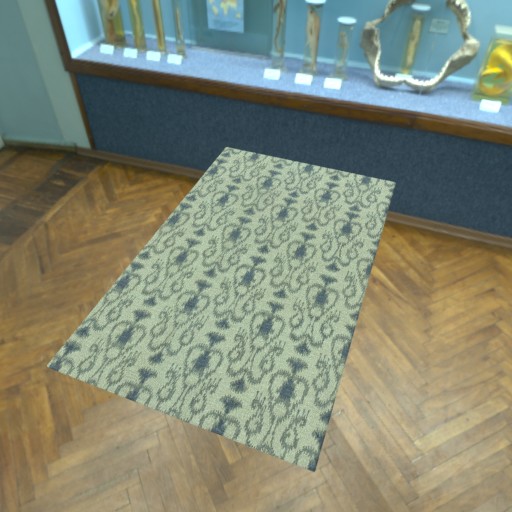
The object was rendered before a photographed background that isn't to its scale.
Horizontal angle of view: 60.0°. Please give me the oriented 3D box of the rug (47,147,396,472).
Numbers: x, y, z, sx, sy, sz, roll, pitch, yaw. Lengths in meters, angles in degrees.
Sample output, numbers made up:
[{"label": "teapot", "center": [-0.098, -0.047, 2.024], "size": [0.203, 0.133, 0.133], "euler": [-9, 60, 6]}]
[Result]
[{"label": "rug", "center": [0.000, 0.000, 2.060], "size": [1.035, 0.006, 1.652], "euler": [15, 47, 15]}]
